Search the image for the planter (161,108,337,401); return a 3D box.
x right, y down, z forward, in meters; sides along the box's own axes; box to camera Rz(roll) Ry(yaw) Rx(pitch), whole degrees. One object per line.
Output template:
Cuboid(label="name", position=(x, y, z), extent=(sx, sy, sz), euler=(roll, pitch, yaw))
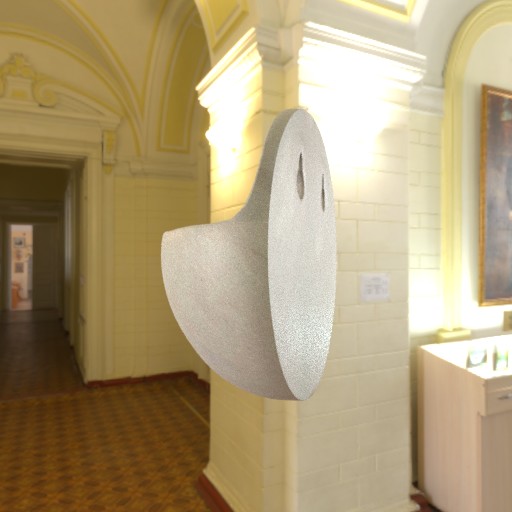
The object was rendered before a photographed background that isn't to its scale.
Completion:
Cuboid(label="planter", position=(0.000, 0.000, 0.273), extent=(0.073, 0.164, 0.190), euler=(0, 0, 19))
